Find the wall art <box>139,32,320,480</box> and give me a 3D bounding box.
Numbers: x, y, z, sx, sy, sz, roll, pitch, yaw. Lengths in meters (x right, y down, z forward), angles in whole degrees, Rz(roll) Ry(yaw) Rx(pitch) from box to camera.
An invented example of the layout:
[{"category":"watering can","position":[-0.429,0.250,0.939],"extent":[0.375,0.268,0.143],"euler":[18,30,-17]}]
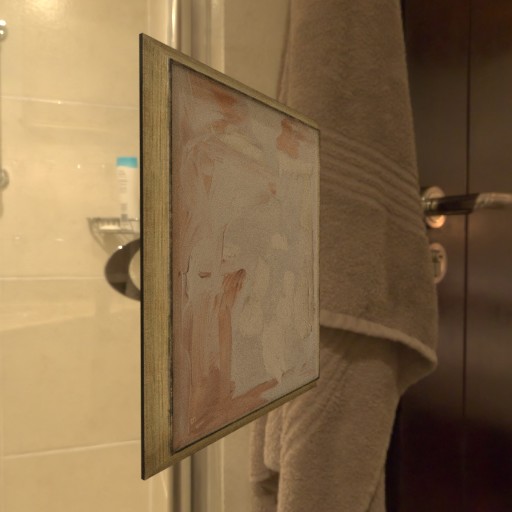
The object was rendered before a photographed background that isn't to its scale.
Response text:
[{"category":"wall art","position":[0.000,0.000,0.603],"extent":[0.023,0.457,0.381],"euler":[1,1,35]}]
